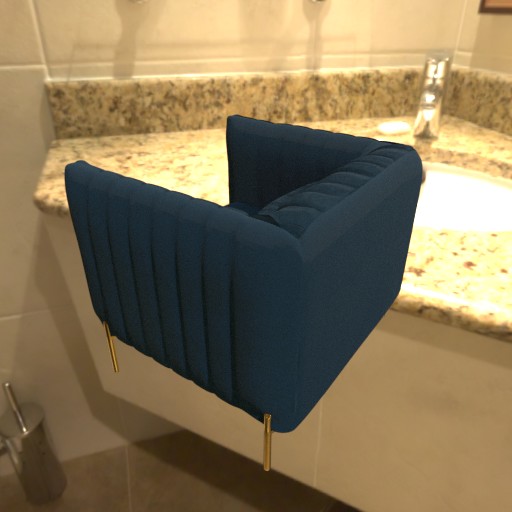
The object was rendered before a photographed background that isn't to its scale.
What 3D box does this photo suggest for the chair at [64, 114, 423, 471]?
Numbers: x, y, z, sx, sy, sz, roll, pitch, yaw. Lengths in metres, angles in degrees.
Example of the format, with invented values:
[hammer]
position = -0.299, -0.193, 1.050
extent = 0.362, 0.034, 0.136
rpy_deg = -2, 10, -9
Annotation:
[chair]
position = 0.000, 0.000, 1.626
extent = 0.877, 0.793, 0.947
rpy_deg = 20, 35, 30
